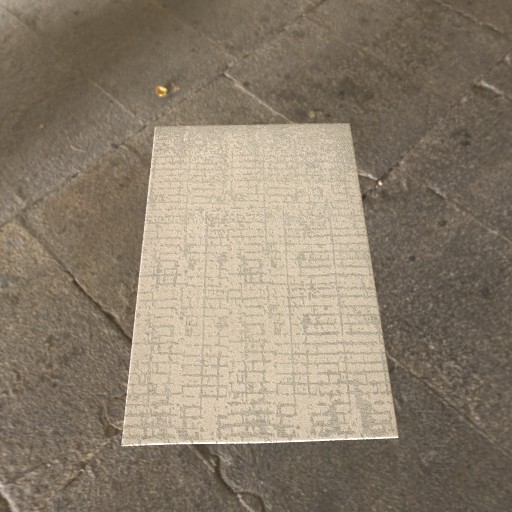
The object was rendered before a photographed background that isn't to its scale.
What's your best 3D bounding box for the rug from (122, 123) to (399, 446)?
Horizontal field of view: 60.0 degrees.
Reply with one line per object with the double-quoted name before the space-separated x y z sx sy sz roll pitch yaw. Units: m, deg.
"rug" 0.000 0.000 2.346 1.211 0.007 1.827 -1 63 -1
